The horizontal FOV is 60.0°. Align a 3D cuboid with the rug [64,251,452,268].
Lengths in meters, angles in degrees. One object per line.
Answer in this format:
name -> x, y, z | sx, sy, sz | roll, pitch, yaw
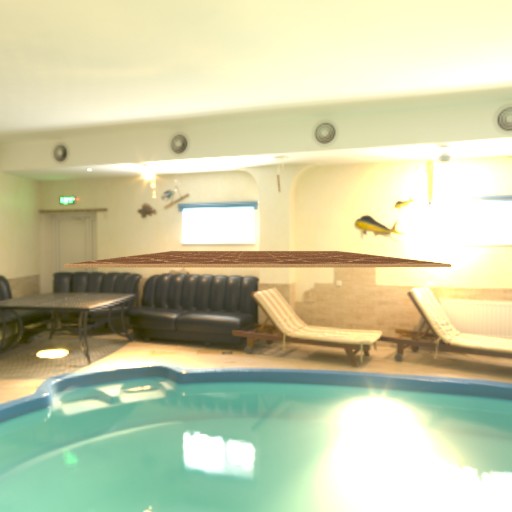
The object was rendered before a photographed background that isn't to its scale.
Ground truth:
rug -> 0.000, 0.000, 2.861 | 1.526, 0.014, 2.290 | 0, 2, -1
